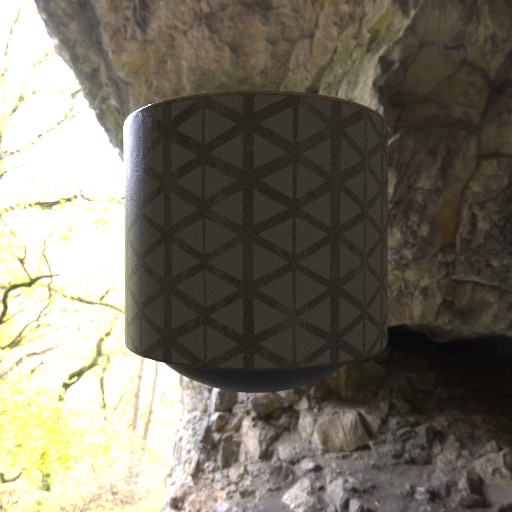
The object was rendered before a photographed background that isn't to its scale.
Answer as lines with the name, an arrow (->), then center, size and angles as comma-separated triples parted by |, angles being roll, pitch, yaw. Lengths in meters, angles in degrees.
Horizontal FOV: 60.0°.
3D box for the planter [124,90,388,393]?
planter -> 0.000, 0.000, 0.333 | 0.190, 0.181, 0.190 | 0, 1, 0
